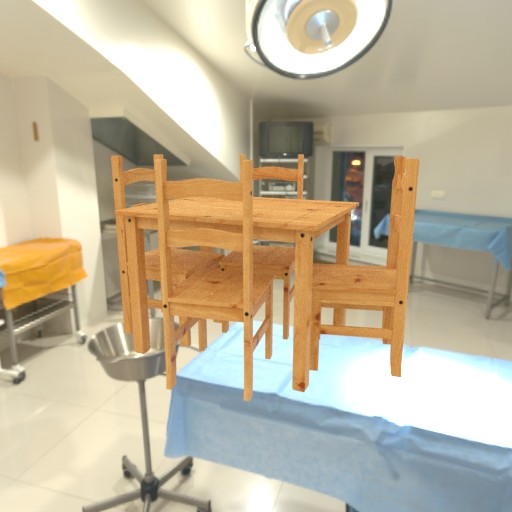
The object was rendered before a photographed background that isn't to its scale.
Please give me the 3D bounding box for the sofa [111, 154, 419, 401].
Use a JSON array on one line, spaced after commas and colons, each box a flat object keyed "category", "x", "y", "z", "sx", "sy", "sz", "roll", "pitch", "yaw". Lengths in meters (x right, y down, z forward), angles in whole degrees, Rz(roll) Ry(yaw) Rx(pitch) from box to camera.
[{"category": "sofa", "x": 0.000, "y": 0.000, "z": 2.285, "sx": 1.529, "sy": 1.000, "sz": 1.144, "roll": 6, "pitch": 15, "yaw": 24}]
